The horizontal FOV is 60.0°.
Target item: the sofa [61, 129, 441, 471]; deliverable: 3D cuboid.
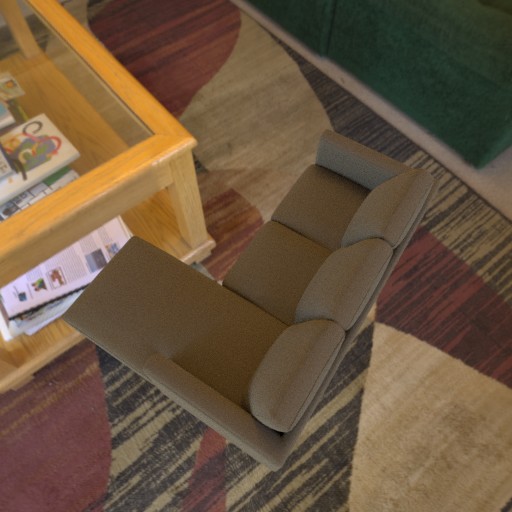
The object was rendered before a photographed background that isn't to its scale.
[{"bbox_3d":[0.000,0.000,2.921,1.591,0.897,2.031,30,66,15],"label":"sofa"}]
